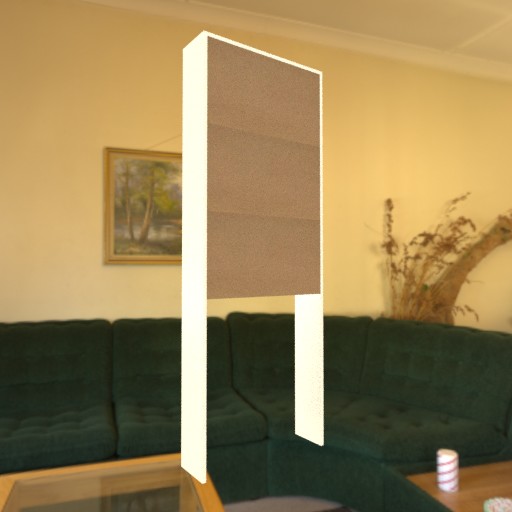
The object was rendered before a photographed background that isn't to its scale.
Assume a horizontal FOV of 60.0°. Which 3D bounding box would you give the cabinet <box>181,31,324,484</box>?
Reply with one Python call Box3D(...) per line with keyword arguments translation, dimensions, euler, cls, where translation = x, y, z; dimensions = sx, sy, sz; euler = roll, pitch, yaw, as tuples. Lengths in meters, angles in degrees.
Box3D(translation=(0.000, 0.000, 1.995), dimensions=(0.643, 1.770, 0.192), euler=(1, -2, -35), cls="cabinet")
